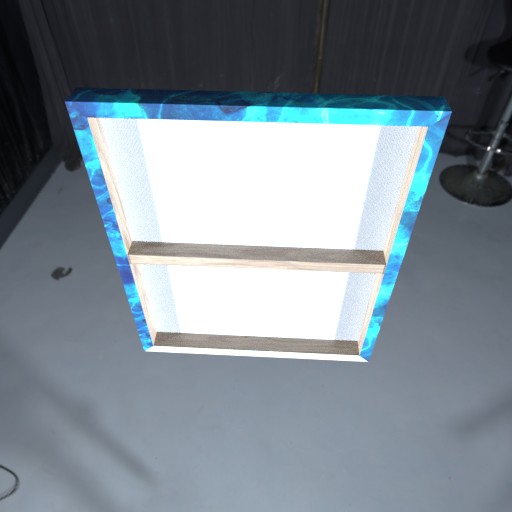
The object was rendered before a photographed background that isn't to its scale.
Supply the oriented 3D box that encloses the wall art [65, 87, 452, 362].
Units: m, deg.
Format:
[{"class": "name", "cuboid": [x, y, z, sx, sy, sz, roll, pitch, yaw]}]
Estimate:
[{"class": "wall art", "cuboid": [0.000, 0.000, 0.686, 0.432, 0.508, 0.038, 2, 45, 2]}]
